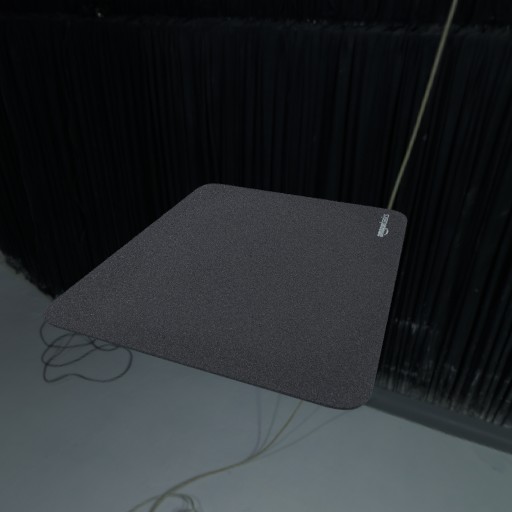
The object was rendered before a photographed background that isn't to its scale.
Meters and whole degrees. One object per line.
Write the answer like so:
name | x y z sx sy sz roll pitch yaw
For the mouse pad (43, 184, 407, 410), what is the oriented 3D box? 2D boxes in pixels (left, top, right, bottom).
mouse pad | 0.000 0.000 0.442 0.269 0.002 0.315 11 33 18
